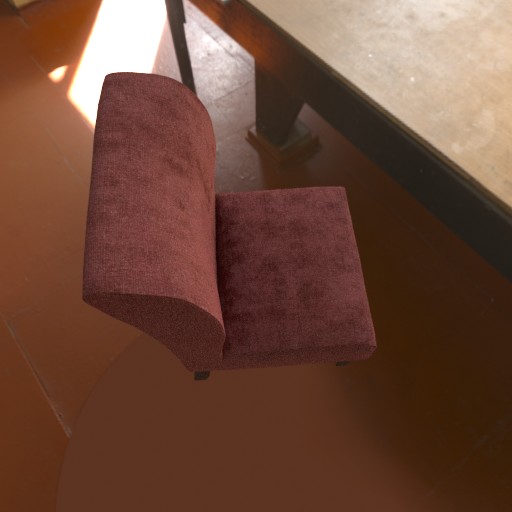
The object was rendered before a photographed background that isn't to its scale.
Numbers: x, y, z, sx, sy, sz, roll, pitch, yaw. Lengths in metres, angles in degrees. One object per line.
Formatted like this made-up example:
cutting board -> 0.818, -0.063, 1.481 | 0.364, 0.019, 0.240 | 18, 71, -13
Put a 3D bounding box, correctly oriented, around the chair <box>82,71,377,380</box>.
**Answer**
chair -> 0.000, 0.000, 1.219 | 0.640, 0.846, 0.538 | -4, 63, -2
